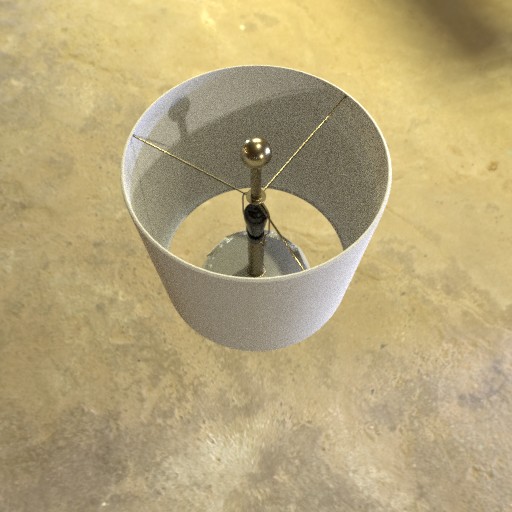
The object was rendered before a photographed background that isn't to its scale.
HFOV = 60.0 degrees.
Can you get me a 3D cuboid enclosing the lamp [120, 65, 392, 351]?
[{"bbox_3d":[0.000,0.000,0.599,0.254,0.452,0.254,0,63,0],"label":"lamp"}]
